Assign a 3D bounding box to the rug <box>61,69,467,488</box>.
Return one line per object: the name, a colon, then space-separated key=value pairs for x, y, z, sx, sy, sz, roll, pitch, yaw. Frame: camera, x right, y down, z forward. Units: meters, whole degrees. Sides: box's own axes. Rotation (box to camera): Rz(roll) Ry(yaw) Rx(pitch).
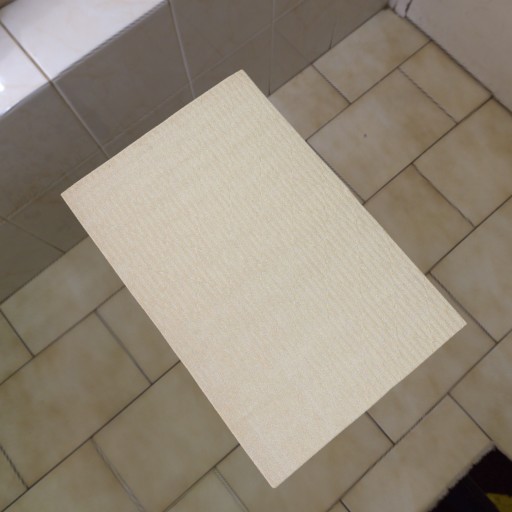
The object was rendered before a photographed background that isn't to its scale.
rug: x=0.000 y=0.000 z=2.291 sx=1.238 sy=0.014 sz=1.848 roll=-37 pitch=79 yaw=-8
